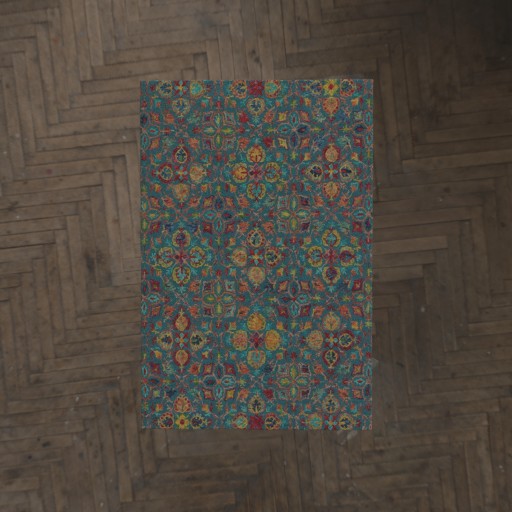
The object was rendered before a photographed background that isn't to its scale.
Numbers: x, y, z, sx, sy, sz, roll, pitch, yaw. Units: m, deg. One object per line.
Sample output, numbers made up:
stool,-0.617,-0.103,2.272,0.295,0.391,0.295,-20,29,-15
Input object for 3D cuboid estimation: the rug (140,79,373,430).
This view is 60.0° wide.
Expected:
rug,0.000,0.000,2.325,1.216,0.014,1.836,0,91,1
